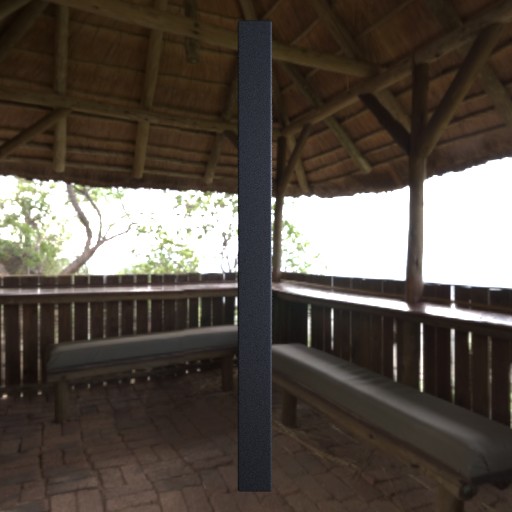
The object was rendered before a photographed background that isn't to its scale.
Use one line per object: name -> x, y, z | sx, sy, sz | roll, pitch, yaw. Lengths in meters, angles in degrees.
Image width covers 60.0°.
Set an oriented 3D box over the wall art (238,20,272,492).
wall art -> 0.000, 0.000, 0.521 | 0.028, 0.381, 0.328 | 0, 0, 0
